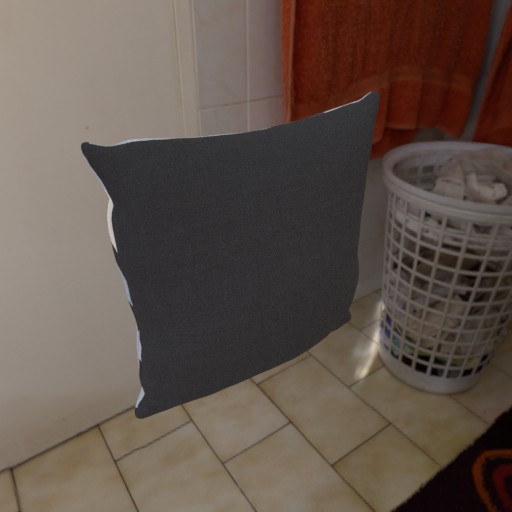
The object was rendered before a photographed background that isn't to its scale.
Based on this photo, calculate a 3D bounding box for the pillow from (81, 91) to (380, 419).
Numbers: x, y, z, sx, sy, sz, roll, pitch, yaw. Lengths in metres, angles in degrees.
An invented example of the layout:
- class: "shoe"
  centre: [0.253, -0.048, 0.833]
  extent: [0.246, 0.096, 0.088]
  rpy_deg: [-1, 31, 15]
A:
- class: "pillow"
  centre: [0.000, 0.000, 0.763]
  extent: [0.503, 0.496, 0.208]
  rpy_deg: [-19, 36, -28]
